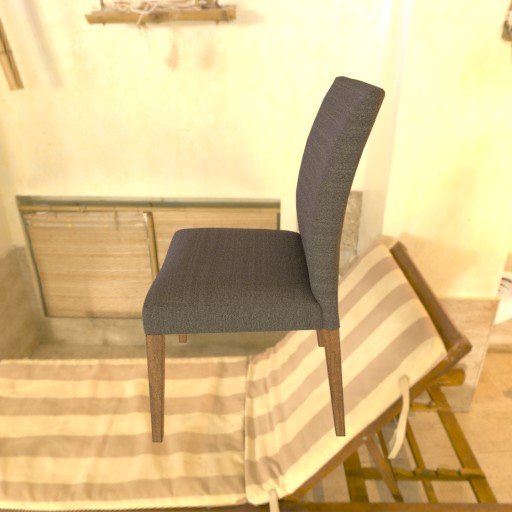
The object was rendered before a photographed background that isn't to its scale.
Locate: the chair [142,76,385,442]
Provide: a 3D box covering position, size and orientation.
[{"bbox_3d":[0.000,0.000,1.279,0.585,0.940,0.496,0,26,0],"label":"chair"}]
